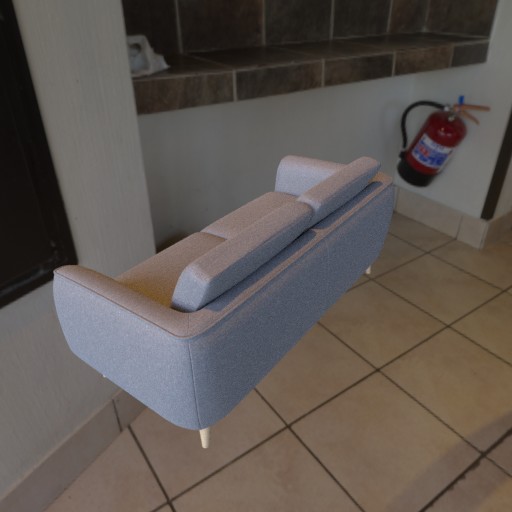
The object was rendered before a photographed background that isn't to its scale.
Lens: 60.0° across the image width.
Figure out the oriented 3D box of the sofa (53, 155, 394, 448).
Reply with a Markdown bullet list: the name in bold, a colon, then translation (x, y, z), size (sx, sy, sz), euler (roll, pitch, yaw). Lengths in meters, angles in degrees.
- **sofa**: translation (0.000, 0.000, 2.570), size (0.920, 0.870, 2.000), euler (21, 37, 30)
